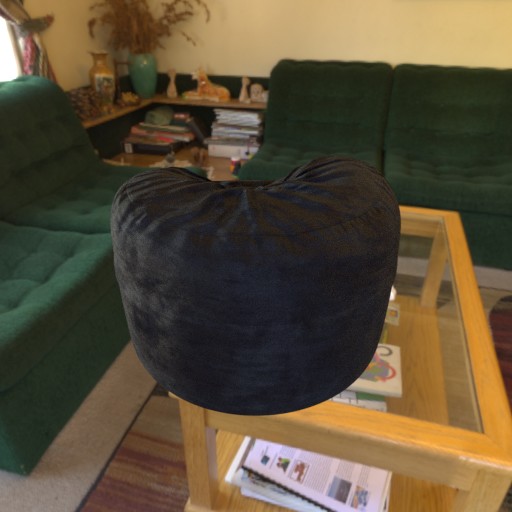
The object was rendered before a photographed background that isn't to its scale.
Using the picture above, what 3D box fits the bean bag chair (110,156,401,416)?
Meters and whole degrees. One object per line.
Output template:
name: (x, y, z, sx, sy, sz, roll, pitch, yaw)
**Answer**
bean bag chair: (0.000, 0.000, 1.508, 0.918, 0.616, 0.918, 0, 30, 0)
